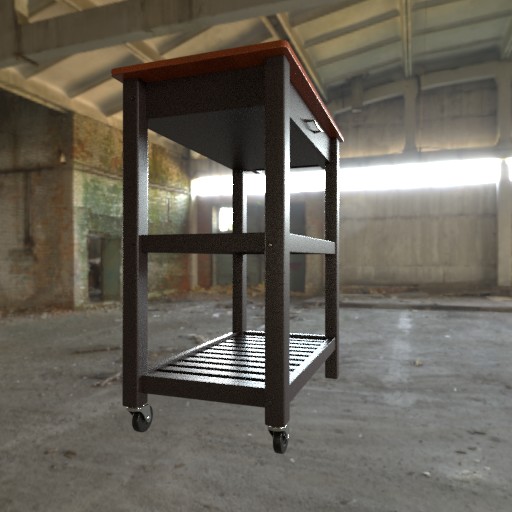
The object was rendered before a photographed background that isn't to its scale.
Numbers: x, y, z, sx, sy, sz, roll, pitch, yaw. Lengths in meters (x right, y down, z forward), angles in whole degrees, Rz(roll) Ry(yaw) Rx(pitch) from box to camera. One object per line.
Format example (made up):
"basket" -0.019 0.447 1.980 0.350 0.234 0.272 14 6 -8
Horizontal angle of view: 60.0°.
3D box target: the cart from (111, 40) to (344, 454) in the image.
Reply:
"cart" 0.000 0.000 1.447 0.457 0.927 0.899 0 0 20
